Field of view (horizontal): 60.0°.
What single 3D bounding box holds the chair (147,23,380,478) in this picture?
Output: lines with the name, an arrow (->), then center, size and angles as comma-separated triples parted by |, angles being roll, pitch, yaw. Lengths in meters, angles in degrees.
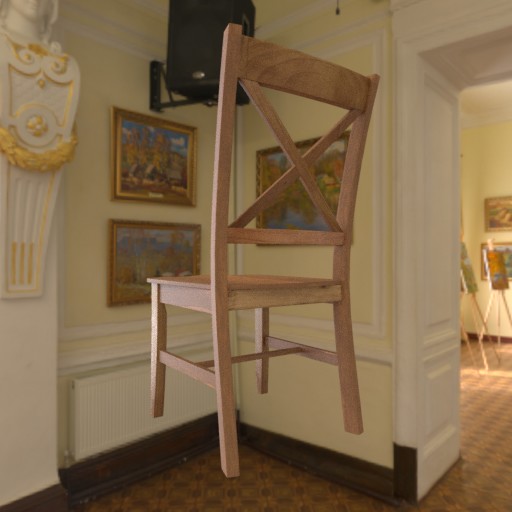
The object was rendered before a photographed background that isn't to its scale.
chair -> 0.000, 0.000, 1.276 | 0.485, 0.983, 0.542 | 0, 0, -35
